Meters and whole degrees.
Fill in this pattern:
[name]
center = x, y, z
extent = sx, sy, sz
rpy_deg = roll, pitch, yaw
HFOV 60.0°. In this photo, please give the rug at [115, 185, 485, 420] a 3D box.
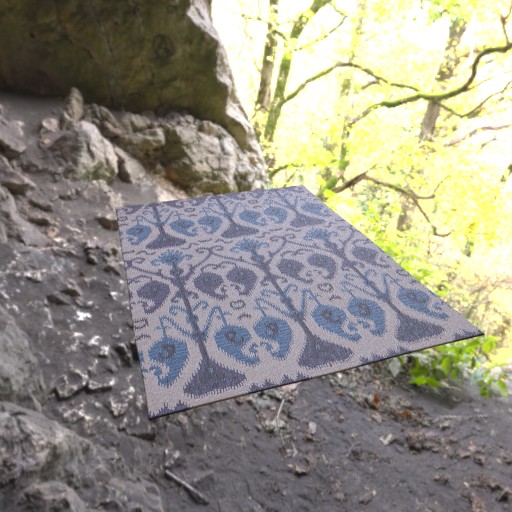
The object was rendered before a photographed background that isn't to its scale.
[rug]
center = 0.000, 0.000, 2.930
extent = 1.676, 0.013, 2.261
rpy_deg = -9, 31, -16
